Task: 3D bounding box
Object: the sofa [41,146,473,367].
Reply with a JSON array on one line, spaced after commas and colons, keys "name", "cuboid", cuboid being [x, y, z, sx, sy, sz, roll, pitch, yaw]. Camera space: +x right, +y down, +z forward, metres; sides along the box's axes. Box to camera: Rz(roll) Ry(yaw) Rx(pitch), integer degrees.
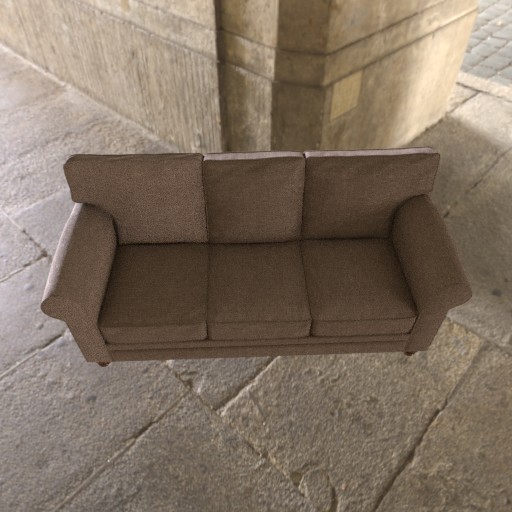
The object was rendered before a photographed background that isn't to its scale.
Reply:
[{"name": "sofa", "cuboid": [0.000, 0.000, 2.502, 2.084, 0.961, 0.916, -2, 46, -2]}]
